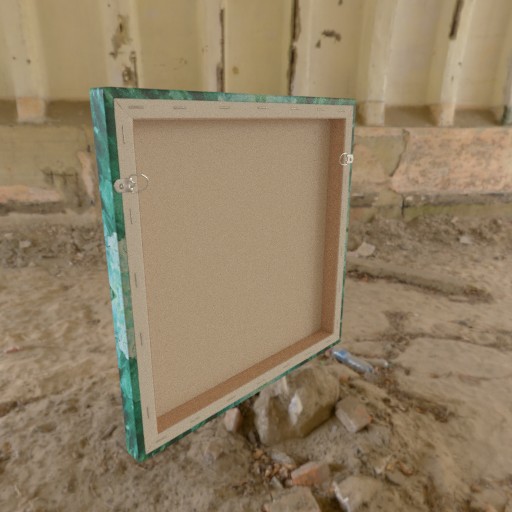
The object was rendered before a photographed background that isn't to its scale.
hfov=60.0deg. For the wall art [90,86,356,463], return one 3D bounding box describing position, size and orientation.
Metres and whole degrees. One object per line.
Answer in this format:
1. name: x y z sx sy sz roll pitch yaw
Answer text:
1. wall art: 0.000 0.000 0.741 0.038 0.508 0.507 16 24 42
